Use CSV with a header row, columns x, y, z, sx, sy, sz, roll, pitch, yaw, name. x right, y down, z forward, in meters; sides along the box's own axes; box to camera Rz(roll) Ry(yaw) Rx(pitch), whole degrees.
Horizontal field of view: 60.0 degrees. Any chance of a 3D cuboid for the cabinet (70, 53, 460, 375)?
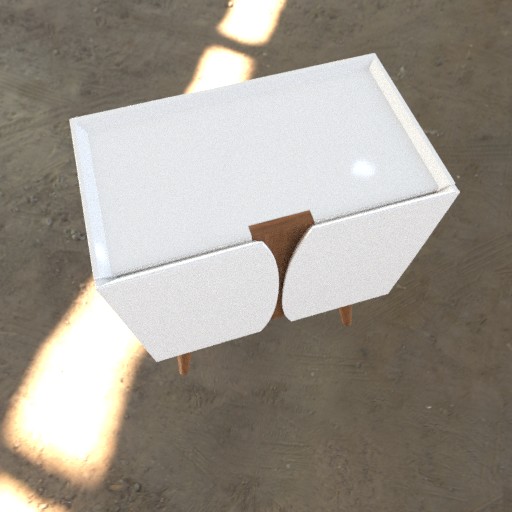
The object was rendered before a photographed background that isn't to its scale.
x,y,z,sx,sy,sz,roll,pitch,yaw,name
0.000,0.000,1.097,0.591,0.772,0.344,-15,64,-8,cabinet
